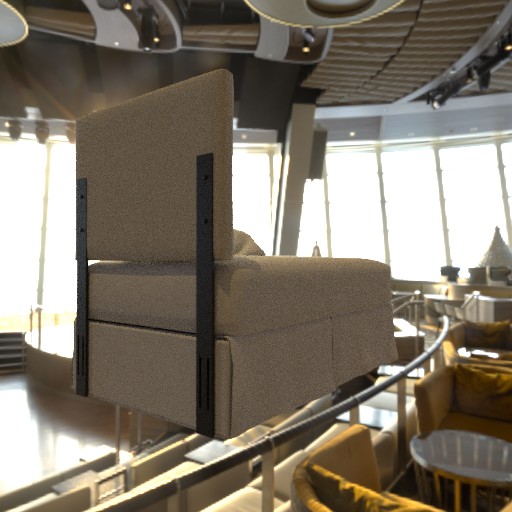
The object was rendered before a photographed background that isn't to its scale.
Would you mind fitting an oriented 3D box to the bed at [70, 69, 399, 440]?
[{"bbox_3d":[0.000,0.000,2.974,1.261,1.571,1.997,-1,-1,37],"label":"bed"}]
